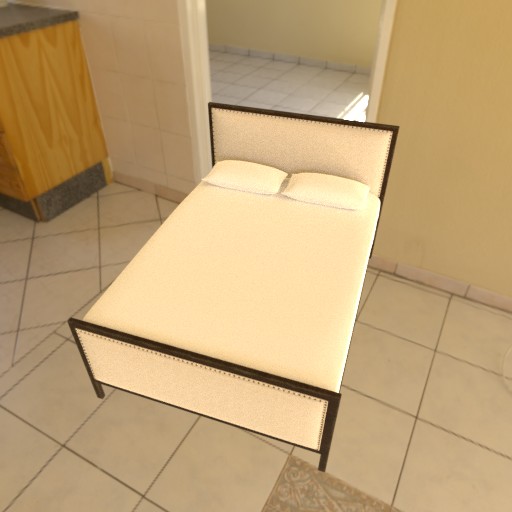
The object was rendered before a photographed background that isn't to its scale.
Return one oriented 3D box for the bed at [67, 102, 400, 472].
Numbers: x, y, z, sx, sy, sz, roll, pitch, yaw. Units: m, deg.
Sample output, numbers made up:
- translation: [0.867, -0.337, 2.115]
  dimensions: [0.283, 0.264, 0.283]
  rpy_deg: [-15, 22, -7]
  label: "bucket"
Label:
- translation: [0.000, 0.000, 3.250]
  dimensions: [1.607, 1.313, 2.221]
  rpy_deg: [12, 41, 14]
  label: "bed"
